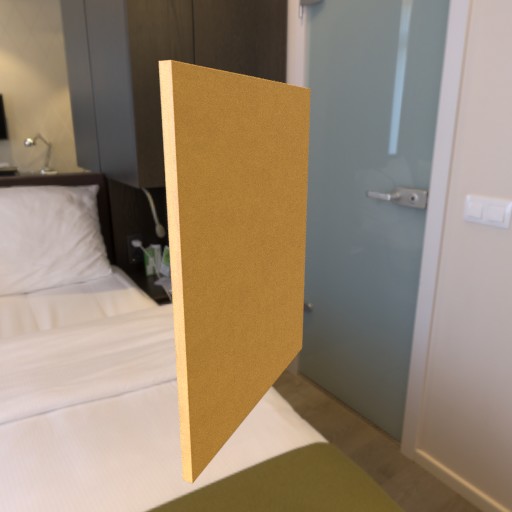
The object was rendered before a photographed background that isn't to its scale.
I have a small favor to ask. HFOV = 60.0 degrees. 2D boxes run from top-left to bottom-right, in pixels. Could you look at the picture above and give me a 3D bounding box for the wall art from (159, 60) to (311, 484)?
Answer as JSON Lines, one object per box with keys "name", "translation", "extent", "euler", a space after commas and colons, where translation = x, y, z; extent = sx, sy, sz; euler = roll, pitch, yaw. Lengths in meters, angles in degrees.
{"name": "wall art", "translation": [0.000, 0.000, 1.343], "extent": [0.030, 1.002, 0.798], "euler": [8, 18, 25]}
